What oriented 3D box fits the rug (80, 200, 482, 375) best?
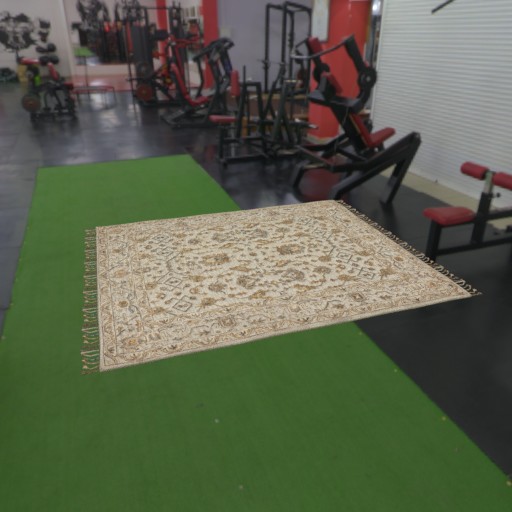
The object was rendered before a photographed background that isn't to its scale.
[{"bbox_3d":[0.000,0.000,4.149,3.061,0.034,2.426,-8,28,-16],"label":"rug"}]
